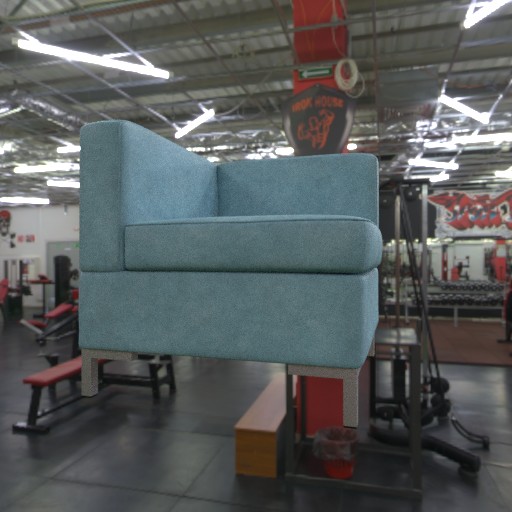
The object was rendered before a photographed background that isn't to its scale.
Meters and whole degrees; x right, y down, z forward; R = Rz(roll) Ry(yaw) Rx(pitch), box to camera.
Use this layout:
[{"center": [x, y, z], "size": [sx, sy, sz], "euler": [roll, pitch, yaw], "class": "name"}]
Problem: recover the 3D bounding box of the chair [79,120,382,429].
[{"center": [0.000, 0.000, 1.246], "size": [0.684, 0.660, 0.691], "euler": [0, 0, 18], "class": "chair"}]
